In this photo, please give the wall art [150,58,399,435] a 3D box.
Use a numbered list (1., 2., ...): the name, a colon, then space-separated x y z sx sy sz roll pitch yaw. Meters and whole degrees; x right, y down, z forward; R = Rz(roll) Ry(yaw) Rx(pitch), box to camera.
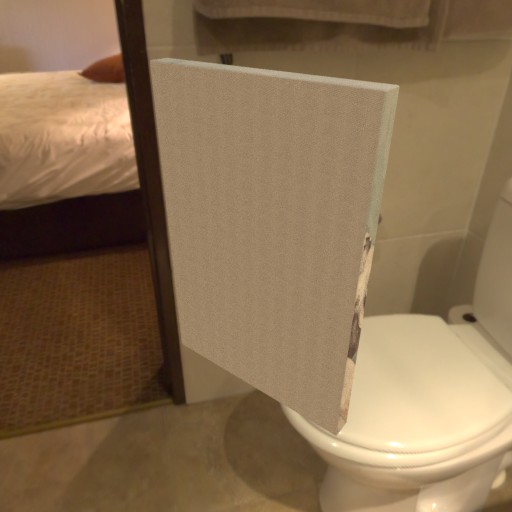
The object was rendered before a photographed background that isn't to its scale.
1. wall art: 0.000 0.000 1.169 0.609 0.911 0.061 22 37 32
